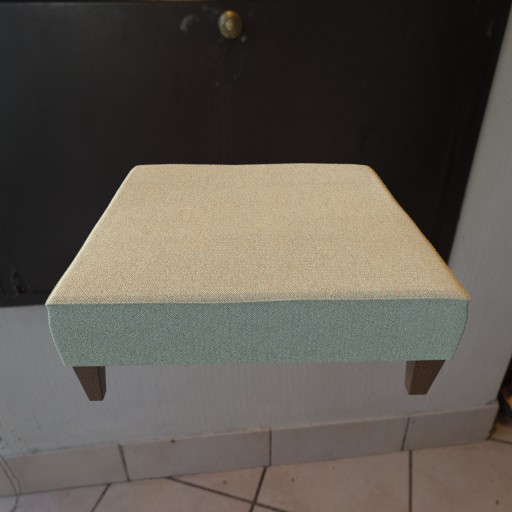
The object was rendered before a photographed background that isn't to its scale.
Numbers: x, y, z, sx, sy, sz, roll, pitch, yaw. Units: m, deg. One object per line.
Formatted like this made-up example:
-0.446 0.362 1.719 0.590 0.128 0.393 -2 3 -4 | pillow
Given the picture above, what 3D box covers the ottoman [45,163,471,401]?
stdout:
0.000 0.000 1.513 1.004 0.379 0.968 -1 30 -1 | ottoman
